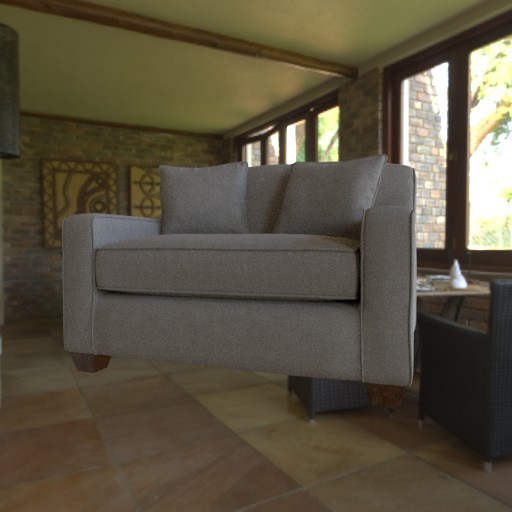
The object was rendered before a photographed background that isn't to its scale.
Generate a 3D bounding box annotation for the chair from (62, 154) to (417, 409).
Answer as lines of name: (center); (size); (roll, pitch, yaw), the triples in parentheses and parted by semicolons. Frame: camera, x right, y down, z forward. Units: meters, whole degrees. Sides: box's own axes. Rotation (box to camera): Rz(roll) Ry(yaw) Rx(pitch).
chair: (0.000, 0.000, 2.032); (1.395, 0.953, 0.992); (1, 2, 19)
